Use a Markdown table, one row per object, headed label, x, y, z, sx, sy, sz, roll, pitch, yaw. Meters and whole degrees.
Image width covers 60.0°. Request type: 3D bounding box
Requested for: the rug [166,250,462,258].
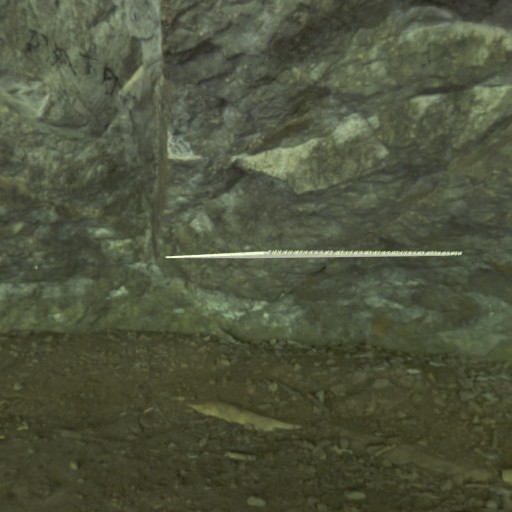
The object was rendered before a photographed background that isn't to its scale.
| label | x | y | z | sx | sy | sz | roll | pitch | yaw |
| --- | --- | --- | --- | --- | --- | --- | --- | --- | --- |
| rug | 0.000 | 0.000 | 2.768 | 0.795 | 0.015 | 2.544 | 0 | -1 | -19 |
